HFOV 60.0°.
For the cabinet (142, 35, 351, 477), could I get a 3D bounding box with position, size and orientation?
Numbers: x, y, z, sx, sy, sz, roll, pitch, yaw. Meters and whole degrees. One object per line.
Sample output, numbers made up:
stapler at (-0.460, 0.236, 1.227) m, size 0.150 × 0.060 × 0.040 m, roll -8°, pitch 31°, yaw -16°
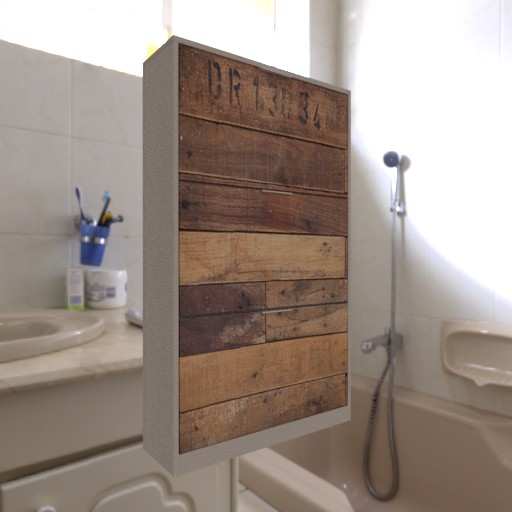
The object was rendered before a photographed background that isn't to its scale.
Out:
cabinet at (0.000, 0.000, 1.592) m, size 0.750 × 1.280 × 0.250 m, roll 0°, pitch 0°, yaw -36°
